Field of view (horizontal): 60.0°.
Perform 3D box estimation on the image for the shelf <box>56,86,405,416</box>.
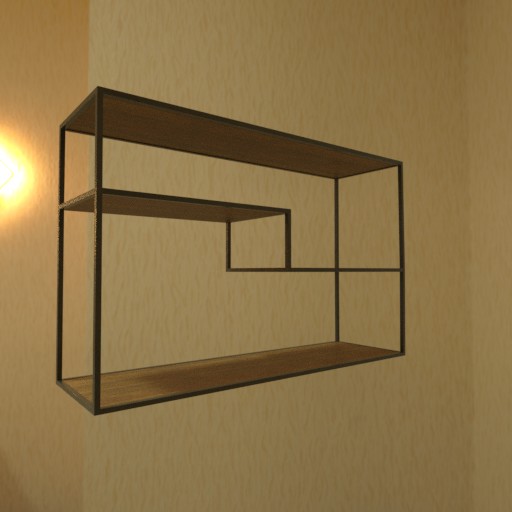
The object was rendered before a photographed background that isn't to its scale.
[{"bbox_3d":[0.000,0.000,1.530,1.201,0.765,0.361,1,-2,-37],"label":"shelf"}]
